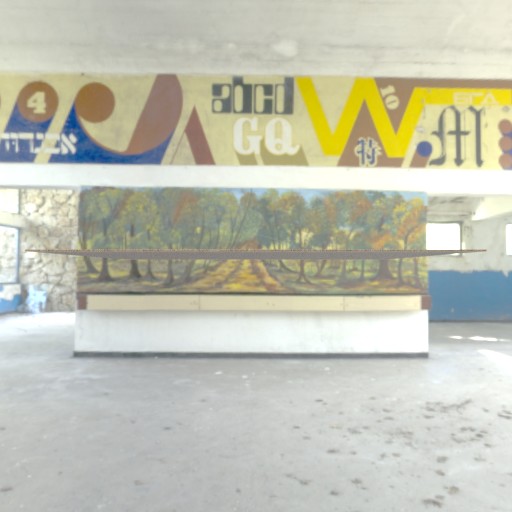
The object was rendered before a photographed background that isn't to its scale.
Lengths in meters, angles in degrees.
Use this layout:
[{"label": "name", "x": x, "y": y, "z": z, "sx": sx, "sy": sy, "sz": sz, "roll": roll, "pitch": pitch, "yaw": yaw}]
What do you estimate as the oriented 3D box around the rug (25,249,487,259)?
[{"label": "rug", "x": 0.000, "y": 0.000, "z": 4.293, "sx": 3.205, "sy": 0.013, "sz": 2.448, "roll": 0, "pitch": -2, "yaw": 0}]
